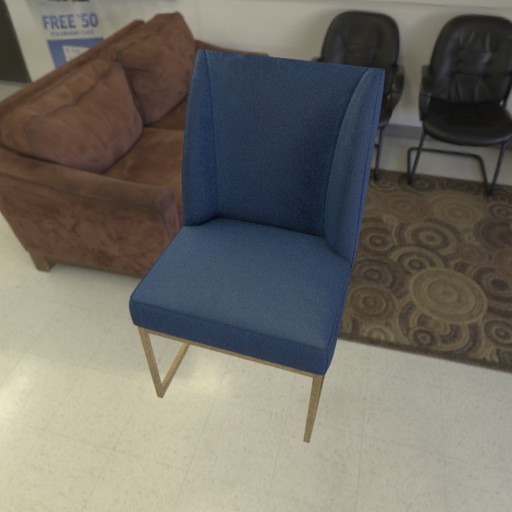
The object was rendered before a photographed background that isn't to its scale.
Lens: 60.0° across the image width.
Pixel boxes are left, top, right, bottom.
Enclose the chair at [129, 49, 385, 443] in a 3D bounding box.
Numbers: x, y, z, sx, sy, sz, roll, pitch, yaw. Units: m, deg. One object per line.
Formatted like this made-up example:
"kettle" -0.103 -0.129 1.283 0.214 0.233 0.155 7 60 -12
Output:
"chair" 0.000 0.000 1.182 0.508 0.863 0.522 12 44 13
